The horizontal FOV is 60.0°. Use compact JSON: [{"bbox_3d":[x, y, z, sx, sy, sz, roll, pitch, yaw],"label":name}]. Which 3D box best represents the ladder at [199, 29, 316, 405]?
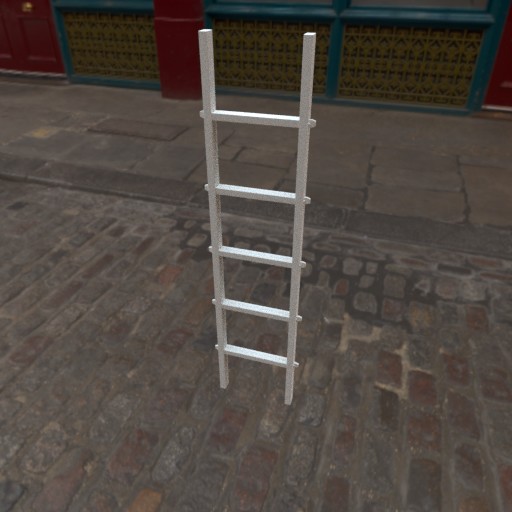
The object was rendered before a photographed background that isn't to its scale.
[{"bbox_3d":[0.000,0.000,1.983,0.452,1.797,0.051,10,33,15],"label":"ladder"}]
